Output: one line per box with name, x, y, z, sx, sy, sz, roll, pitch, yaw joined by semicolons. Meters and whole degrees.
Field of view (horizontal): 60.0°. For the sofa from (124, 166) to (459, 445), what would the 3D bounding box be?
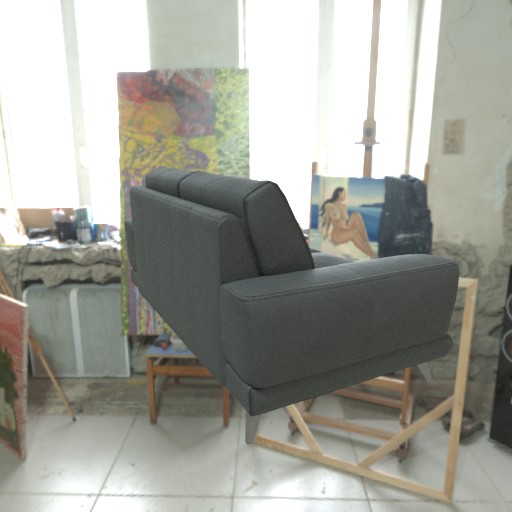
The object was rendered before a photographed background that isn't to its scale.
sofa;0.000;0.000;2.365;1.018;0.907;1.806;-7;16;-27
